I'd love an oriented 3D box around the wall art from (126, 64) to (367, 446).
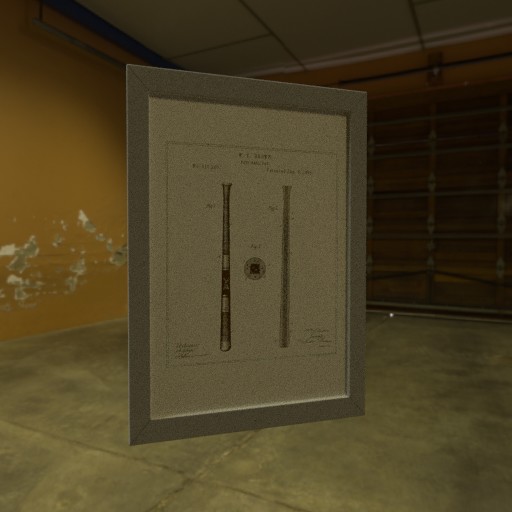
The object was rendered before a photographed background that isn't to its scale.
[{"bbox_3d":[0.000,0.000,0.674,0.374,0.529,0.012,0,1,-18],"label":"wall art"}]
